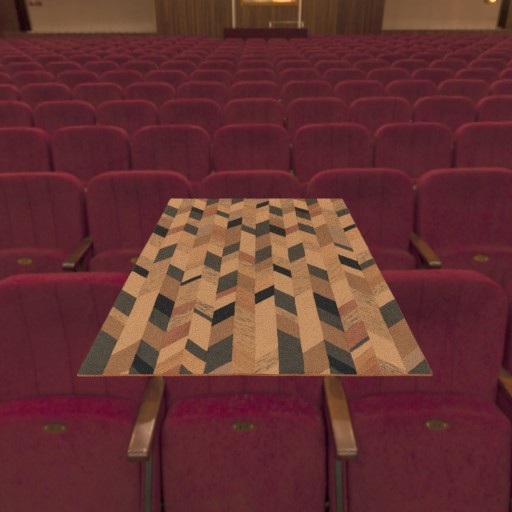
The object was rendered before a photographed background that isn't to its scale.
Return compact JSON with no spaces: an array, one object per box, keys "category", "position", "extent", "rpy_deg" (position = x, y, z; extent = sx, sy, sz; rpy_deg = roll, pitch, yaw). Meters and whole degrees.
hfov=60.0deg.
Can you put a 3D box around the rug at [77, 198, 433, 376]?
[{"category":"rug","position":[0.000,0.000,2.287],"extent":[1.202,0.006,1.813],"rpy_deg":[0,26,0]}]
